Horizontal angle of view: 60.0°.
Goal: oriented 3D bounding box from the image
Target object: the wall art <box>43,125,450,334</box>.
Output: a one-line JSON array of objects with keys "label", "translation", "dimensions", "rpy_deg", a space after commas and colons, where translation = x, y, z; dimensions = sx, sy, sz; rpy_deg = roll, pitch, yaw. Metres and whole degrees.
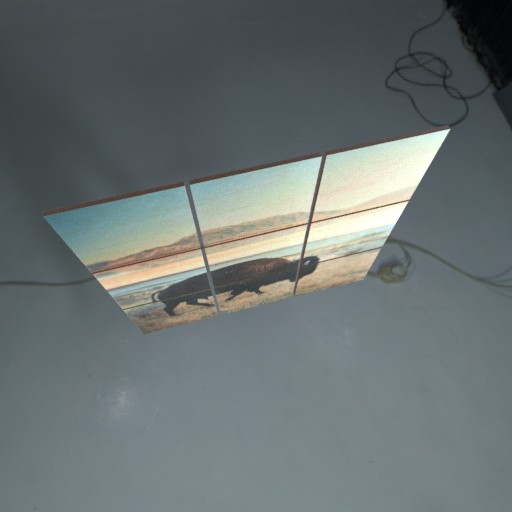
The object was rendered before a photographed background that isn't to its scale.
[{"label": "wall art", "translation": [0.000, 0.000, 1.368], "dimensions": [0.906, 0.904, 0.018], "rpy_deg": [-13, 66, -6]}]
